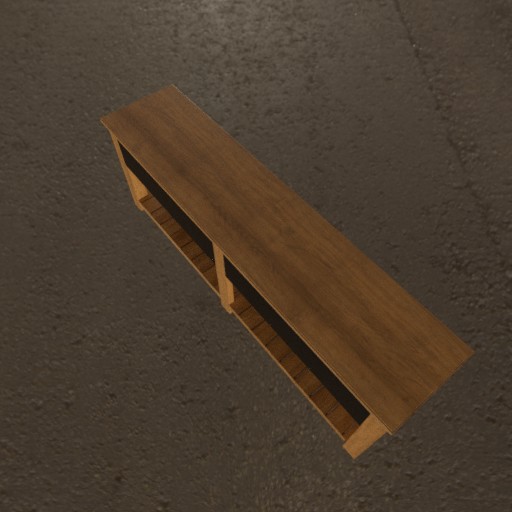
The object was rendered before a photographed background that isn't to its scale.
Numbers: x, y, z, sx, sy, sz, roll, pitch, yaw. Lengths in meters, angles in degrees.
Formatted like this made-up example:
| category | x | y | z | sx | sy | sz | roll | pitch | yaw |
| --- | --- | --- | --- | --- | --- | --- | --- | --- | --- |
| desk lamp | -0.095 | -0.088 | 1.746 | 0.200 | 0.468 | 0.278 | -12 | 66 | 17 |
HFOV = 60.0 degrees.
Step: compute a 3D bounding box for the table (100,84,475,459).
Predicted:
| category | x | y | z | sx | sy | sz | roll | pitch | yaw |
| --- | --- | --- | --- | --- | --- | --- | --- | --- | --- |
| table | 0.000 | 0.000 | 2.044 | 0.425 | 0.635 | 1.815 | -34 | 63 | -20 |
